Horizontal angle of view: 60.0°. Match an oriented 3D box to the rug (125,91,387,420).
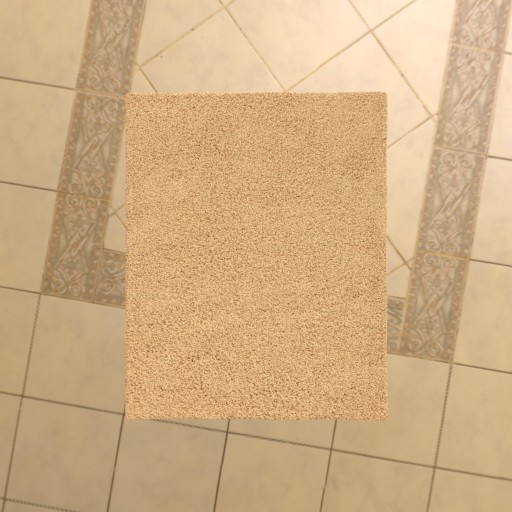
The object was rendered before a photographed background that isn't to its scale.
[{"bbox_3d":[0.000,0.000,4.127,2.438,0.029,3.047,0,90,1],"label":"rug"}]
